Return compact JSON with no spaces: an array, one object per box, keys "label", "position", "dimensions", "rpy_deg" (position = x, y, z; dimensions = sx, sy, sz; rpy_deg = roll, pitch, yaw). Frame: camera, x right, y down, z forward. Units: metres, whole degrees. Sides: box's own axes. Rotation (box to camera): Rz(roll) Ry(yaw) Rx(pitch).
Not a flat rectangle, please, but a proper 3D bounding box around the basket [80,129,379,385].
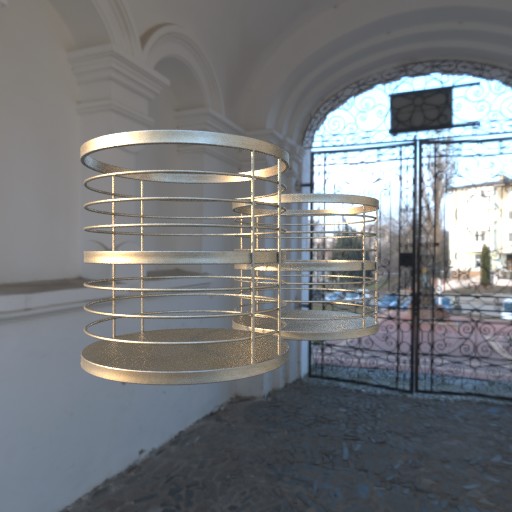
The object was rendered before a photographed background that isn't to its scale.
[{"label":"basket","position":[0.000,0.000,0.938],"dimensions":[0.356,0.351,0.746],"rpy_deg":[0,0,38]}]
